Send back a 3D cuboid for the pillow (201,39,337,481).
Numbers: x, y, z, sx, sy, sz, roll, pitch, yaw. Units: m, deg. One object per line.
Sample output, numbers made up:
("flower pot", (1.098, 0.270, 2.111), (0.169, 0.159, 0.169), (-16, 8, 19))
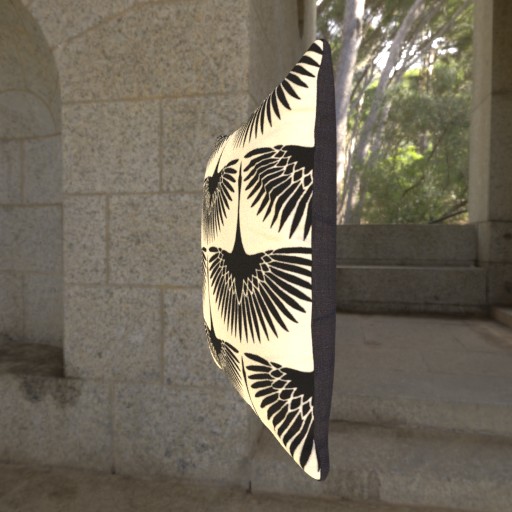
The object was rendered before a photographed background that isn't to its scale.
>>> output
("pillow", (0.000, 0.000, 0.635), (0.139, 0.432, 0.432), (-1, 2, -18))
